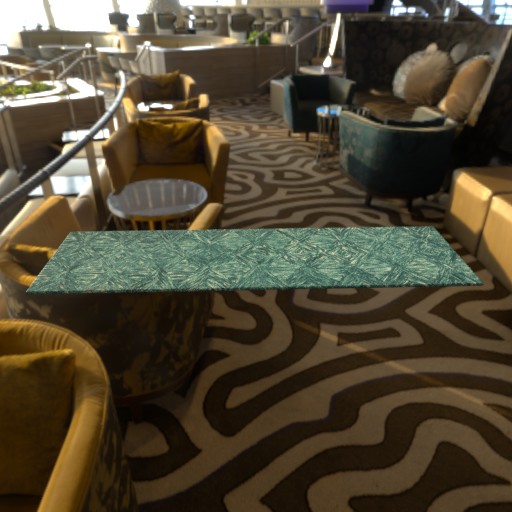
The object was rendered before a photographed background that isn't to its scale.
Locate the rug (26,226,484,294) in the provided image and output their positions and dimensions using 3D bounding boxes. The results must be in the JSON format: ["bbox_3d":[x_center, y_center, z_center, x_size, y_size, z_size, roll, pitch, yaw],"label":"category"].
[{"bbox_3d":[0.000,0.000,2.501,2.286,0.016,0.676,-1,29,-2],"label":"rug"}]
